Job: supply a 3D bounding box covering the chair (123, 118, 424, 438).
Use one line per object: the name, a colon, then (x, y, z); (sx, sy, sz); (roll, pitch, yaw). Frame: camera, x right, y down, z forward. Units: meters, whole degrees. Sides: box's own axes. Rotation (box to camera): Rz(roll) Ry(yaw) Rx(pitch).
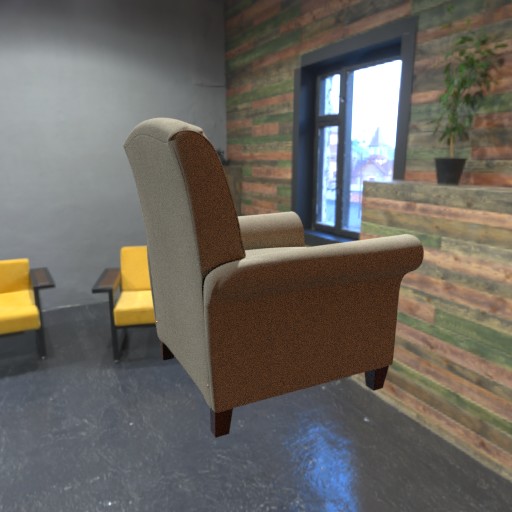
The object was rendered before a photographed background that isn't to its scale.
chair: (0.000, 0.000, 1.846); (0.905, 1.061, 0.978); (-6, 14, -26)
